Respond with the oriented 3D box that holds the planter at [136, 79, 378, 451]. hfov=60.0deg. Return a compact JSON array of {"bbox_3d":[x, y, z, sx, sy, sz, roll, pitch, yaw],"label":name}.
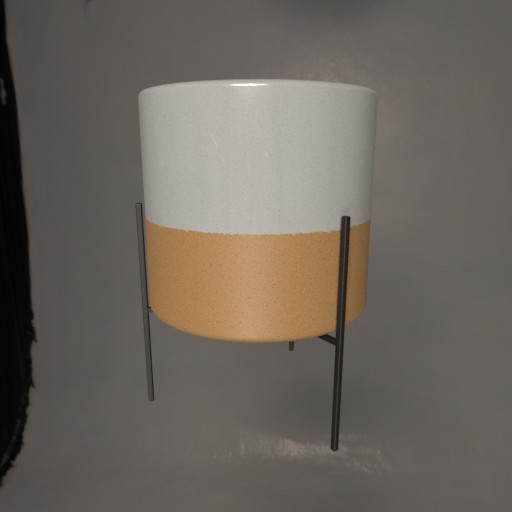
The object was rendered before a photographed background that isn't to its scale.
[{"bbox_3d":[0.000,0.000,0.629,0.310,0.432,0.310,2,14,8],"label":"planter"}]
